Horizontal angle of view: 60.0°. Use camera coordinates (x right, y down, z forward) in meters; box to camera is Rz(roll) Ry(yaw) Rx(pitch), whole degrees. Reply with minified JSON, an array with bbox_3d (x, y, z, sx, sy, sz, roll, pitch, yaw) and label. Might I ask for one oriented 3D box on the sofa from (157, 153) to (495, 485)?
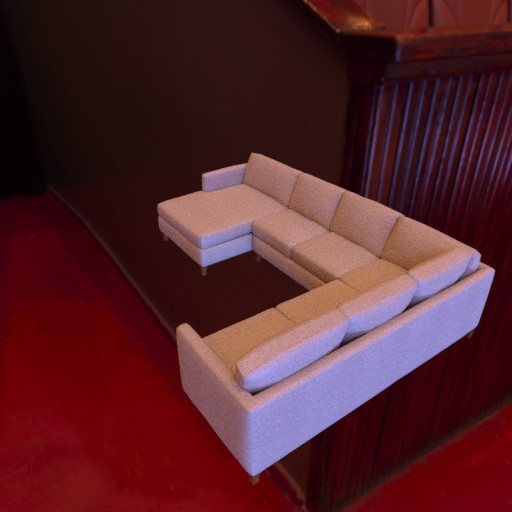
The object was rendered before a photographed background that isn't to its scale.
[{"bbox_3d":[0.000,0.000,4.429,2.594,0.961,3.460,-20,36,-30],"label":"sofa"}]
